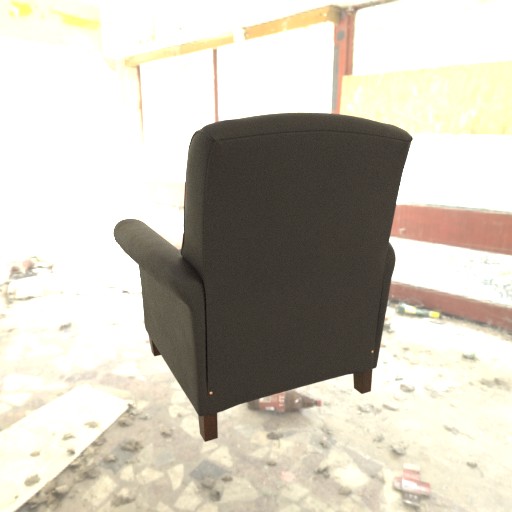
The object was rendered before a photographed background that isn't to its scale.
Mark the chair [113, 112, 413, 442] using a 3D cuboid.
[{"bbox_3d":[0.000,0.000,1.799,0.978,1.061,0.902,-7,16,-25],"label":"chair"}]
